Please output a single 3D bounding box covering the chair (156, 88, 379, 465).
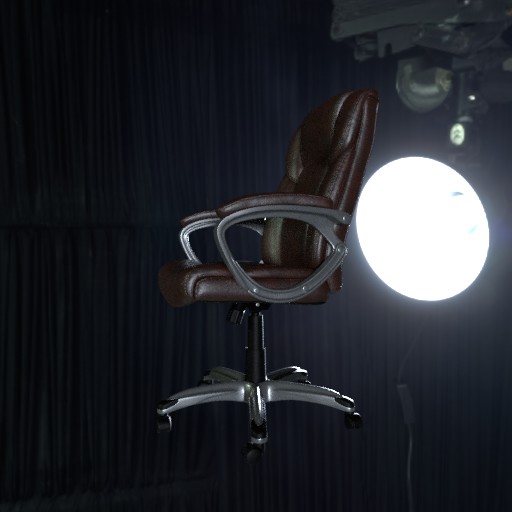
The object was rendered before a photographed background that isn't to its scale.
[{"bbox_3d":[0.000,0.000,1.541,0.692,1.128,0.656,0,2,-19],"label":"chair"}]
